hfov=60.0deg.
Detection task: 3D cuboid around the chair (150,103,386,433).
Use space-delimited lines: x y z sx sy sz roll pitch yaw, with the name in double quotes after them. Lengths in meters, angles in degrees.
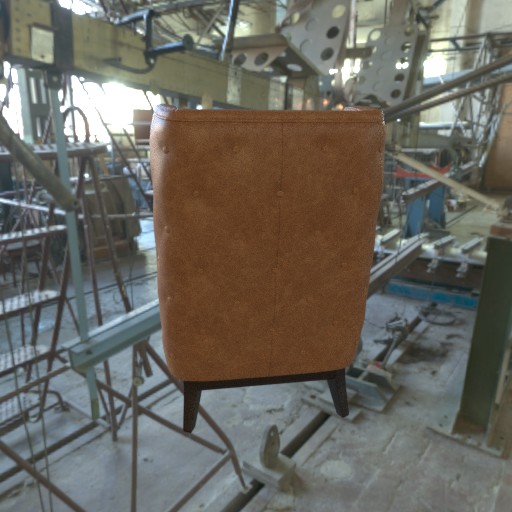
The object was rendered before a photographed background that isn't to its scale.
0.000 0.000 1.700 0.766 1.079 0.899 -2 15 -9 "chair"
